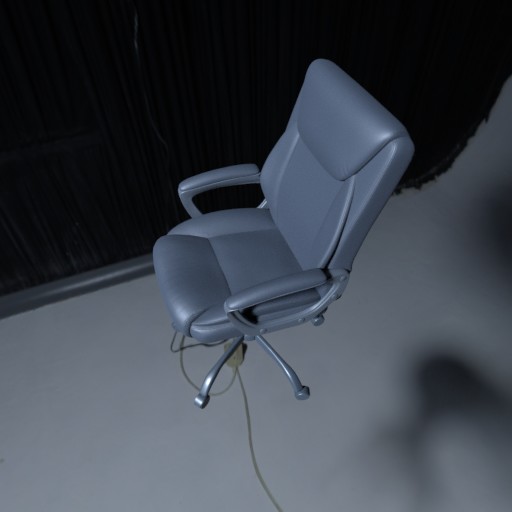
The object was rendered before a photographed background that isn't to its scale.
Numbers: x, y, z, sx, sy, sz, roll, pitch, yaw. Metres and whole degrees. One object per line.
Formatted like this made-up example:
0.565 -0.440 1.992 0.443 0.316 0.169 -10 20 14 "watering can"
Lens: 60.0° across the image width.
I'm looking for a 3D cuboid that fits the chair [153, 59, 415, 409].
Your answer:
0.000 0.000 1.466 0.655 1.072 0.615 -15 49 -14 "chair"
